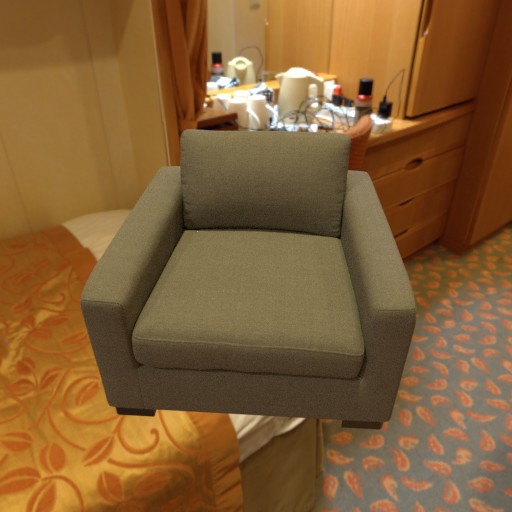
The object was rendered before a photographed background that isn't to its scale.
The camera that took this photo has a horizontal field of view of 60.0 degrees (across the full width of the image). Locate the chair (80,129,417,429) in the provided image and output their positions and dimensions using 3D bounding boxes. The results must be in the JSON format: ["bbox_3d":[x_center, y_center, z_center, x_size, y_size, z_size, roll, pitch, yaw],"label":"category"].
[{"bbox_3d":[0.000,0.000,1.890,1.070,0.847,1.100,2,32,3],"label":"chair"}]
